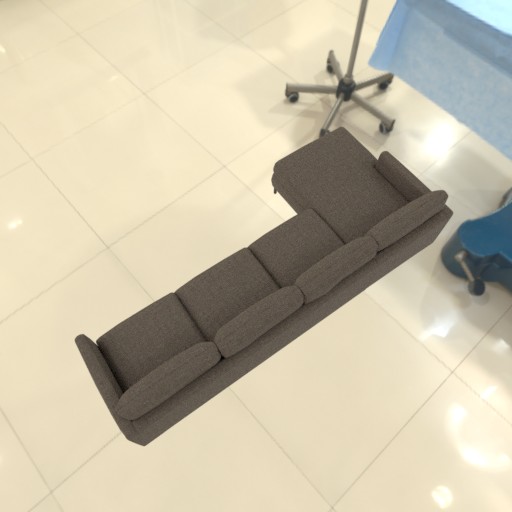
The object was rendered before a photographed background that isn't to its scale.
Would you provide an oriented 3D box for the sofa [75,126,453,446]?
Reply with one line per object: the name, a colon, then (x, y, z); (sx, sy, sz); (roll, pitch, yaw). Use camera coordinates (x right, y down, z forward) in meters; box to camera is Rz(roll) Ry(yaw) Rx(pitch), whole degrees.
sofa: (0.000, 0.000, 3.273); (2.731, 0.754, 1.258); (-32, 67, -16)
